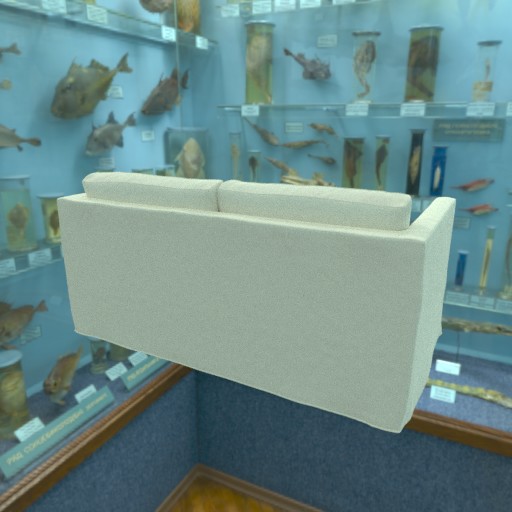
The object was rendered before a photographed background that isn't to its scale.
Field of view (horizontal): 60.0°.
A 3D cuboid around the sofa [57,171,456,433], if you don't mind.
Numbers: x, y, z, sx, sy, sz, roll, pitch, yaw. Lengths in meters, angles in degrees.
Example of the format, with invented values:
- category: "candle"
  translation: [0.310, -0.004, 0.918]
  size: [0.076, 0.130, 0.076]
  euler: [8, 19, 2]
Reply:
- category: "sofa"
  translation: [0.000, 0.000, 2.233]
  size: [1.746, 0.834, 0.962]
  euler: [9, 19, 27]
